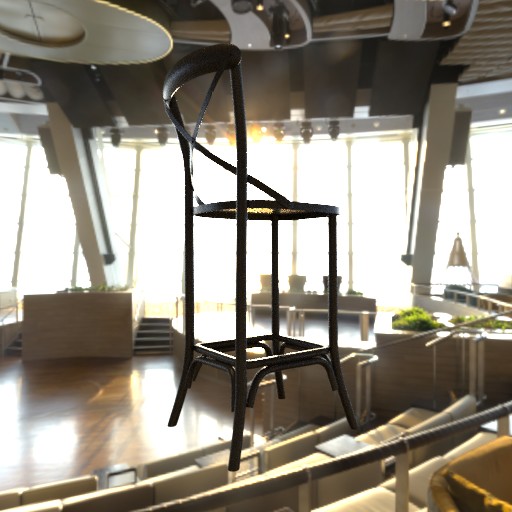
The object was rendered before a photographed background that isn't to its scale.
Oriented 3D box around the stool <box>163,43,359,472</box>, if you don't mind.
[{"bbox_3d":[0.000,0.000,1.493,0.584,1.168,0.457,0,0,-36],"label":"stool"}]
